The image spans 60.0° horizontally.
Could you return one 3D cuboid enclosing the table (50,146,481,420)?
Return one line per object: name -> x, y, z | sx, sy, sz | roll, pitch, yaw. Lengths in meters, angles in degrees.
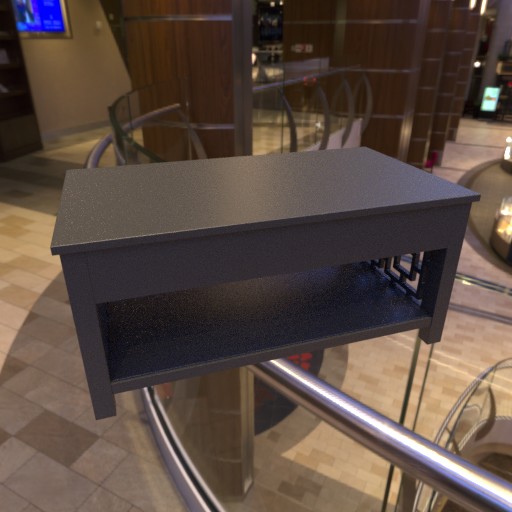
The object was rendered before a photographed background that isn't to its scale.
table -> 0.000, 0.000, 1.407 | 1.068, 0.493, 0.612 | -8, 28, -16
